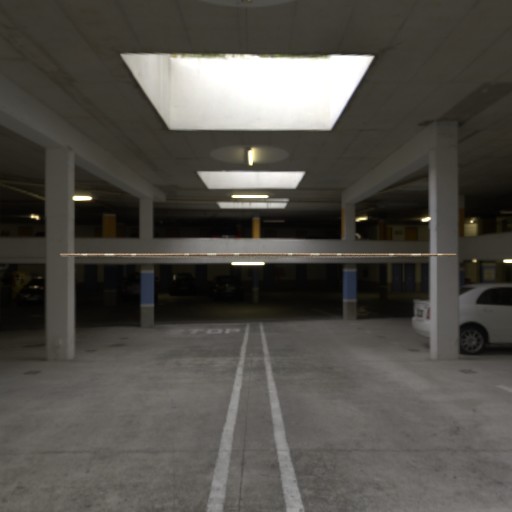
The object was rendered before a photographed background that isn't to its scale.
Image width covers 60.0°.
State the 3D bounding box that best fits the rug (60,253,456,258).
[{"bbox_3d":[0.000,0.000,2.141,1.152,0.013,1.761,0,0,0],"label":"rug"}]
